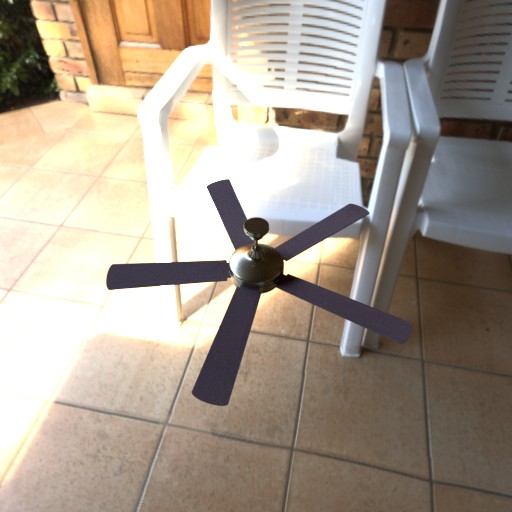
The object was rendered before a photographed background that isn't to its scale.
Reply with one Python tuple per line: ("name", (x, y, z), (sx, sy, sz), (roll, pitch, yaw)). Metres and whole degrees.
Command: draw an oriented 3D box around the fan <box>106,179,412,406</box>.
("fan", (0.000, 0.000, 1.951), (1.321, 0.356, 1.321), (4, 45, 4))
